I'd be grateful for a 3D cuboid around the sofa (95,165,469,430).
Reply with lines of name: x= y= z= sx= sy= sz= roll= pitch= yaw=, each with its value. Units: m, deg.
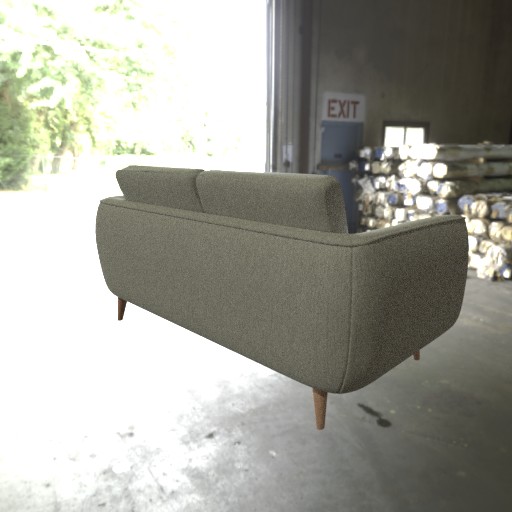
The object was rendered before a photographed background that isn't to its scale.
sofa: x=0.000 y=0.000 z=2.152 sx=0.920 sy=0.850 sz=1.700 roll=-13 pitch=19 yaw=-43
